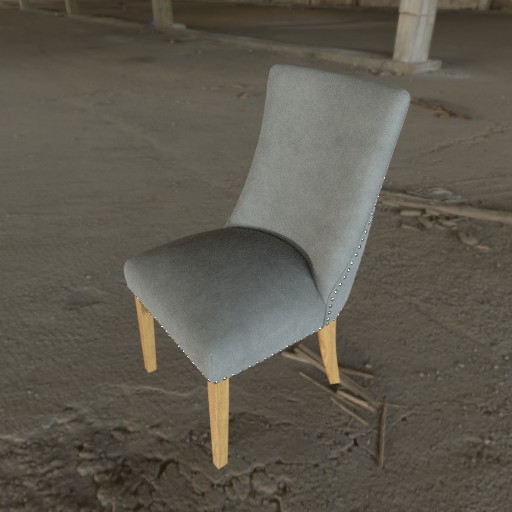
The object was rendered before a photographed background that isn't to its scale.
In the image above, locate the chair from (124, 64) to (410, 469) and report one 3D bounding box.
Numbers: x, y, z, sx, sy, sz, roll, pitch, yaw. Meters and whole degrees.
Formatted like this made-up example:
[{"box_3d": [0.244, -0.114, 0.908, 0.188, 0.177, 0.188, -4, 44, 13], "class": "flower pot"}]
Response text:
[{"box_3d": [0.000, 0.000, 1.237, 0.610, 0.902, 0.495, -22, 38, -31], "class": "chair"}]
